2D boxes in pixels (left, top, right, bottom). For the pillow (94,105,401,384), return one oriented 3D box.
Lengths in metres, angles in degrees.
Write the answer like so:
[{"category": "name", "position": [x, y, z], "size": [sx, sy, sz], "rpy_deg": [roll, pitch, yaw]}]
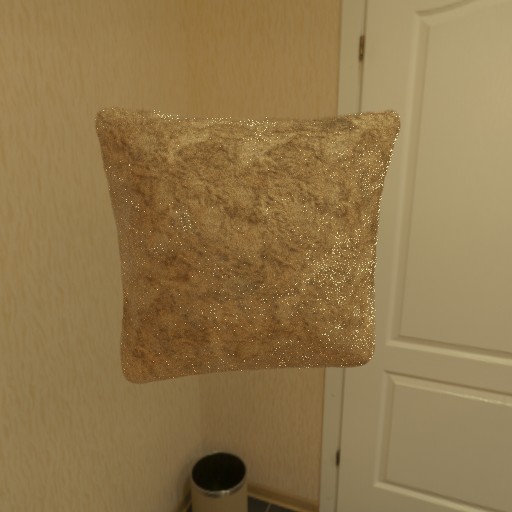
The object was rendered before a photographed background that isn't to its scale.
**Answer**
[{"category": "pillow", "position": [0.000, 0.000, 0.817], "size": [0.538, 0.525, 0.216], "rpy_deg": [-2, 16, -7]}]
